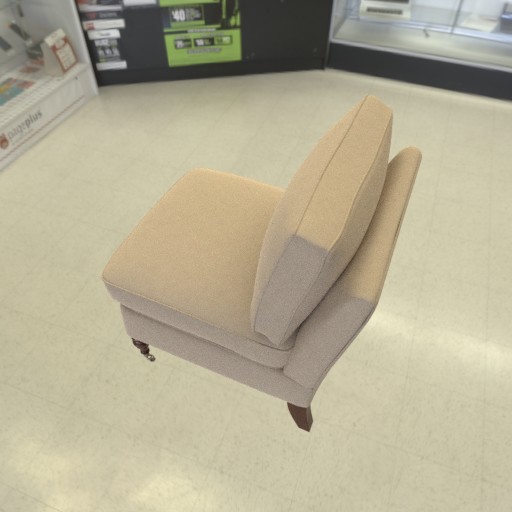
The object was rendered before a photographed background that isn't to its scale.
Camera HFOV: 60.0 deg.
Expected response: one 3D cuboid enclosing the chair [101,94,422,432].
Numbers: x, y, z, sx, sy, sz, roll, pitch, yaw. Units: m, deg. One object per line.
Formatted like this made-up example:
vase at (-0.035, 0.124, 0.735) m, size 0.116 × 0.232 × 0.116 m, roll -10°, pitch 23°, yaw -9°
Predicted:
chair at (0.000, 0.000, 1.640) m, size 0.912 × 1.052 × 0.724 m, roll 18°, pitch 50°, yaw 15°
